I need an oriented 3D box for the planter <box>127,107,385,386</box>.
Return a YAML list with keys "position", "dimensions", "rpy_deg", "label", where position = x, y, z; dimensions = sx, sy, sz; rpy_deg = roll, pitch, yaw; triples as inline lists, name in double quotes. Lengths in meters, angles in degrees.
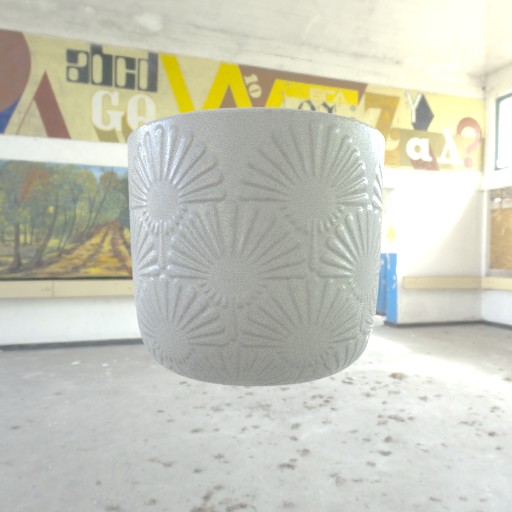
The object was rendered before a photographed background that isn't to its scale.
- position: [0.000, 0.000, 0.222]
  dimensions: [0.124, 0.109, 0.124]
  rpy_deg: [0, 0, 0]
  label: "planter"
